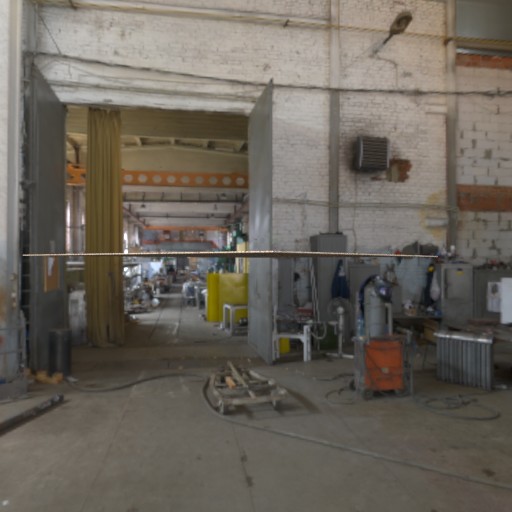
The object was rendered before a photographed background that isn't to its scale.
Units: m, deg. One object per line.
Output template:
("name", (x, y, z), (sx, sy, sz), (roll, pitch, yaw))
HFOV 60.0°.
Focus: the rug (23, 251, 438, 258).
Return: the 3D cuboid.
("rug", (0.000, 0.000, 4.089), (2.442, 0.008, 3.046), (0, -1, 36))
